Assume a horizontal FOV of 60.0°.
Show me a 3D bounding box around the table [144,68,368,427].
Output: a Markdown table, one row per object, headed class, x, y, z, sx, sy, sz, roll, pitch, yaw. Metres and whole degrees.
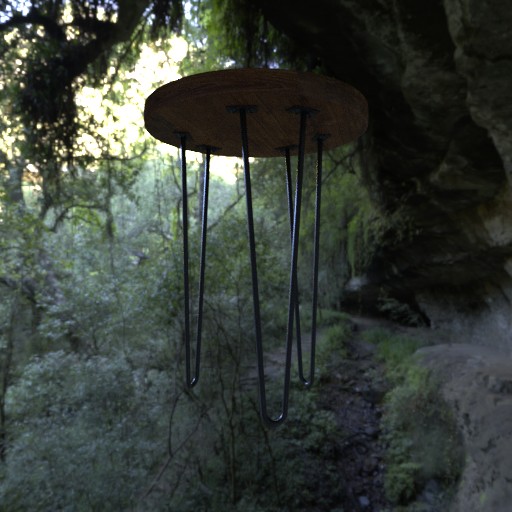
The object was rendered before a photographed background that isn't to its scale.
| class | x | y | z | sx | sy | sz | roll | pitch | yaw |
| --- | --- | --- | --- | --- | --- | --- | --- | --- | --- |
| table | 0.000 | 0.000 | 0.811 | 0.400 | 0.520 | 0.400 | 0 | -1 | 0 |
